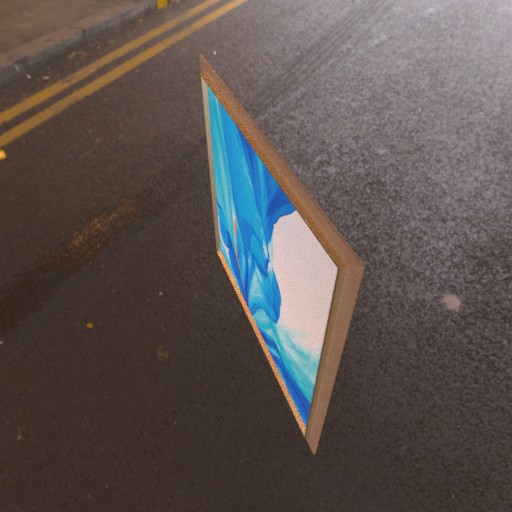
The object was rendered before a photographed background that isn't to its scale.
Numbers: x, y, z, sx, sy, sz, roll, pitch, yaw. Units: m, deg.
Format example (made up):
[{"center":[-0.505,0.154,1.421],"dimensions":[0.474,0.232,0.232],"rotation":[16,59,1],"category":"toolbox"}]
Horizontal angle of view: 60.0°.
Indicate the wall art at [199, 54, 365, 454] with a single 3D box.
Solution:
[{"center":[0.000,0.000,1.685],"dimensions":[0.025,1.067,1.168],"rotation":[-16,48,-15],"category":"wall art"}]
